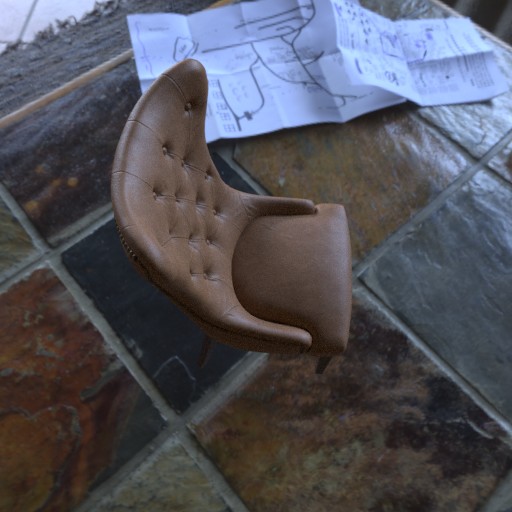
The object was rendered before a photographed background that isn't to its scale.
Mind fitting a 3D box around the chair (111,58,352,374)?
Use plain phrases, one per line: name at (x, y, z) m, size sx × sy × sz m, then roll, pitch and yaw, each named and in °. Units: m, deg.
chair at (0.000, 0.000, 1.467) m, size 0.669 × 1.065 × 0.611 m, roll 4°, pitch 63°, yaw 2°
